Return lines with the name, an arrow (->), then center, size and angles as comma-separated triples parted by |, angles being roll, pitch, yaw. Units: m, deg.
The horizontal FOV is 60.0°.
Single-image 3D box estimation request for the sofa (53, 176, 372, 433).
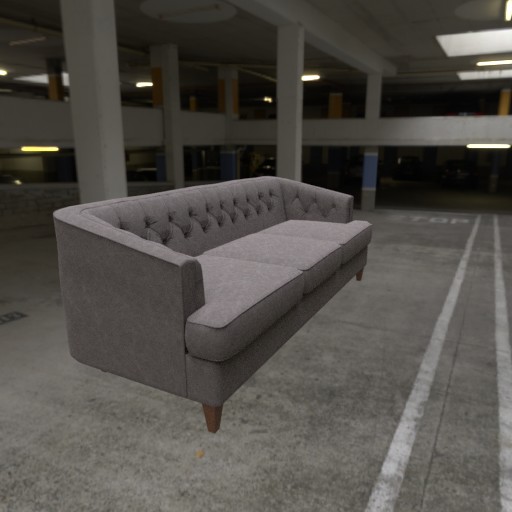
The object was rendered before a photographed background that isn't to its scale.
sofa -> 0.000, 0.000, 2.688 | 0.917, 0.806, 2.247 | 7, 16, 27
